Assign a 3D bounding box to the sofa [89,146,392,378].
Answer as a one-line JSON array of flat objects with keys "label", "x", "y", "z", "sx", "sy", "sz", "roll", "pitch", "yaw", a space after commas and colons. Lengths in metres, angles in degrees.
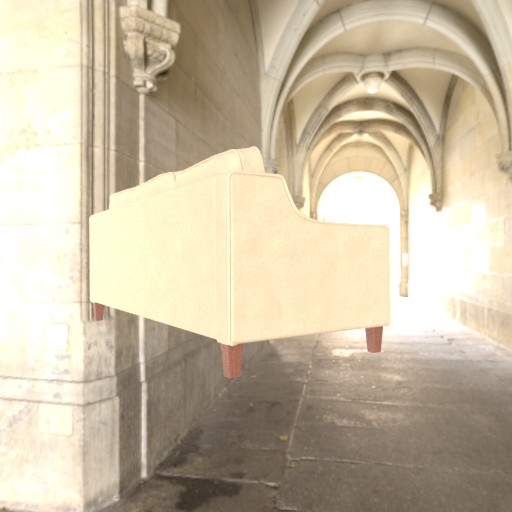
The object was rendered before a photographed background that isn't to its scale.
[{"label": "sofa", "x": 0.000, "y": 0.000, "z": 3.315, "sx": 1.858, "sy": 1.066, "sz": 2.317, "roll": 0, "pitch": 0, "yaw": -34}]
